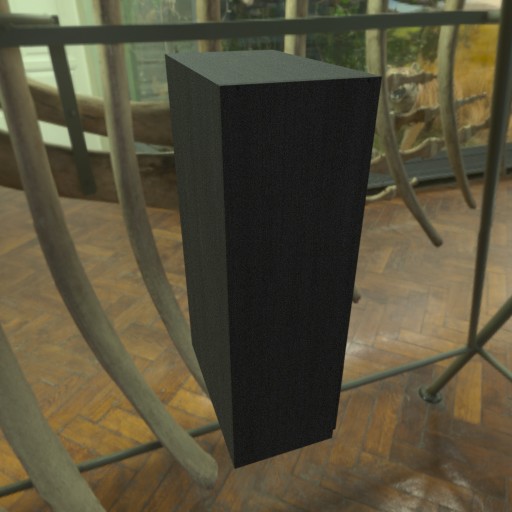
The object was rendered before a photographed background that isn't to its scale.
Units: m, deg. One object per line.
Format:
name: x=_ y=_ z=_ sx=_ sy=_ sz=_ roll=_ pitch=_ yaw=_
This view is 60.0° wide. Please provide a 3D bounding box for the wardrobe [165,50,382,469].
wardrobe: x=0.000 y=0.000 z=2.248 sx=0.577 sy=1.808 sz=0.991 roll=-10 pitch=31 yaw=-17
